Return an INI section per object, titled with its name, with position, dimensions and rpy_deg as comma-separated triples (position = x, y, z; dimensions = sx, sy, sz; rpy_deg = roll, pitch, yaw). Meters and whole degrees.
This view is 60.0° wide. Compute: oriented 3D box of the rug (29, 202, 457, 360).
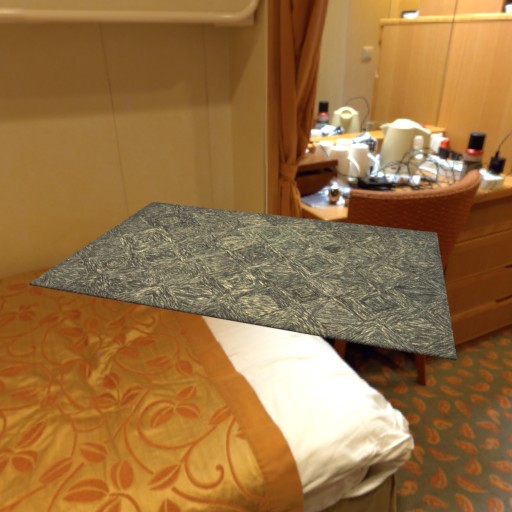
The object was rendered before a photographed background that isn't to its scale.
[rug]
position = 0.000, 0.000, 2.923
dimensions = 2.330, 0.017, 1.478
rpy_deg = 8, 28, 15
